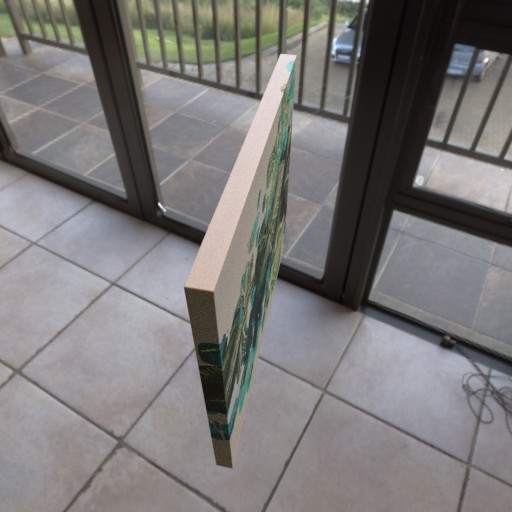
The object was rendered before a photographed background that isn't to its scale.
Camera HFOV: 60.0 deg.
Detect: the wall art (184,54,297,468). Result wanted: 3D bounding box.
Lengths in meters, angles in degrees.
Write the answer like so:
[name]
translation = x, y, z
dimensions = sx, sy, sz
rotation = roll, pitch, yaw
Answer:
[wall art]
translation = 0.000, 0.000, 0.994
dimensions = 0.043, 0.610, 0.711
rotation = 8, 47, 8
